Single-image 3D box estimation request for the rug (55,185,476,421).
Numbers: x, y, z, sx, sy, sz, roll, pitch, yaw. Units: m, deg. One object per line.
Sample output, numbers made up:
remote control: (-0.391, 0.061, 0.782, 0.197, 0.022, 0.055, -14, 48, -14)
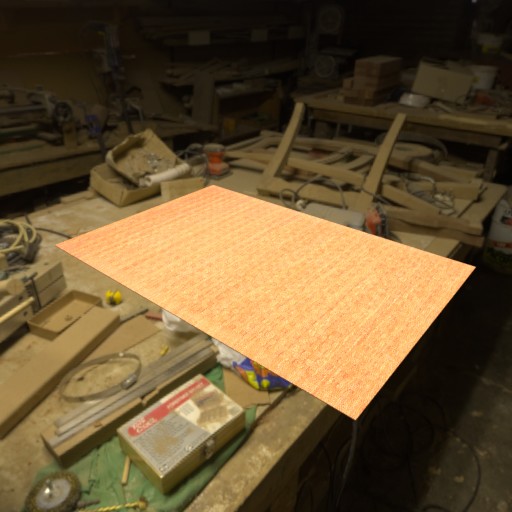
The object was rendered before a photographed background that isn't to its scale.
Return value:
rug: (0.000, 0.000, 2.884, 2.285, 0.006, 1.524, 22, 36, 34)
